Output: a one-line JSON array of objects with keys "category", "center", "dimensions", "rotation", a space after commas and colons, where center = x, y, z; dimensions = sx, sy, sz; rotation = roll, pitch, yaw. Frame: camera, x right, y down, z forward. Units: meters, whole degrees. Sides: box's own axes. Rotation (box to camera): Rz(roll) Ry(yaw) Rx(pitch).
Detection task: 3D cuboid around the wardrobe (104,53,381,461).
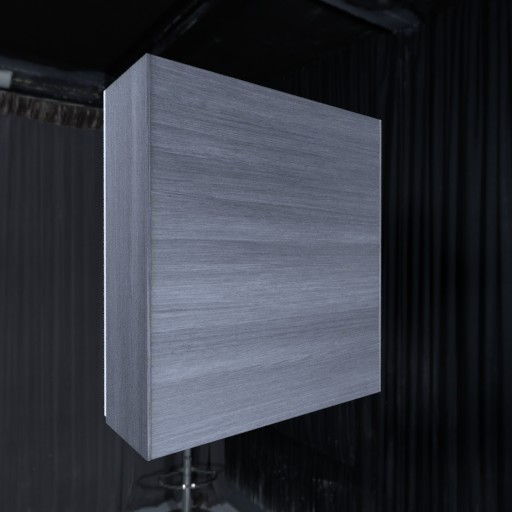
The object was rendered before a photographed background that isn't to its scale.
[{"category": "wardrobe", "center": [0.000, 0.000, 2.909], "dimensions": [1.780, 1.960, 0.629], "rotation": [0, 0, -37]}]
